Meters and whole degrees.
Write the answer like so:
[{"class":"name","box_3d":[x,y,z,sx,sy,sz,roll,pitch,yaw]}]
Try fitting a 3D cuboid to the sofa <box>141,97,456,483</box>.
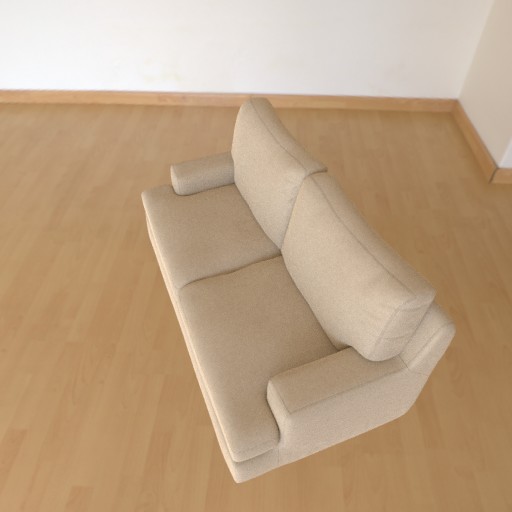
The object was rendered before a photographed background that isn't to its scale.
[{"class":"sofa","box_3d":[0.000,0.000,2.412,0.962,0.967,1.885,-16,48,-15]}]
